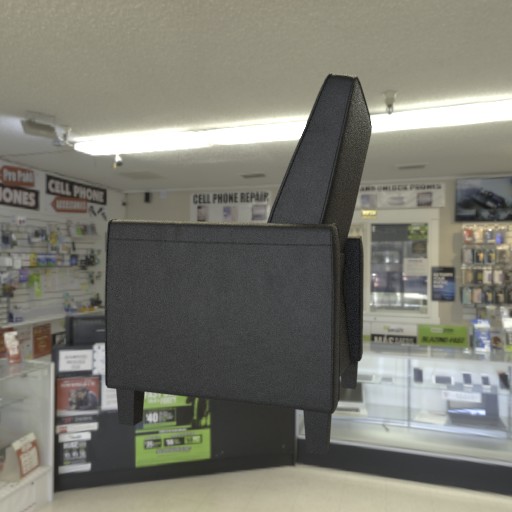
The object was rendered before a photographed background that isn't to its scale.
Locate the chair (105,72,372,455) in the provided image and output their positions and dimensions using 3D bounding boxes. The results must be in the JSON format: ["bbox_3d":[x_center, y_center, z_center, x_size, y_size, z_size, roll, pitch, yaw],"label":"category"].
[{"bbox_3d":[0.000,0.000,1.530,0.746,1.013,0.705,0,-1,19],"label":"chair"}]
